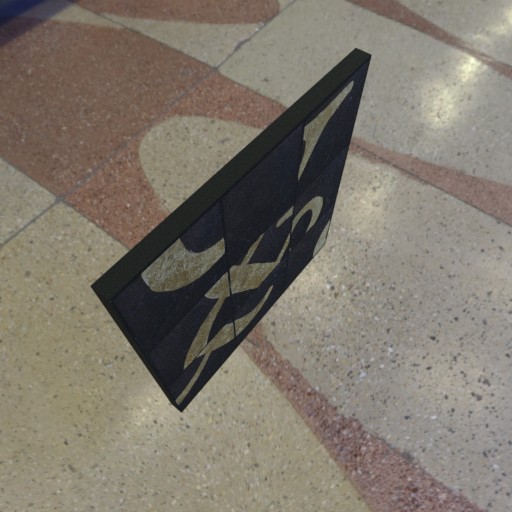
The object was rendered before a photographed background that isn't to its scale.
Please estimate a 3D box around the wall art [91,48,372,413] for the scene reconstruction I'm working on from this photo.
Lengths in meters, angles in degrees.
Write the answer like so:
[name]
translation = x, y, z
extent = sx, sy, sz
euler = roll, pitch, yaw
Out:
[wall art]
translation = 0.000, 0.000, 1.143
extent = 0.044, 0.758, 0.758
euler = 34, 64, 19
